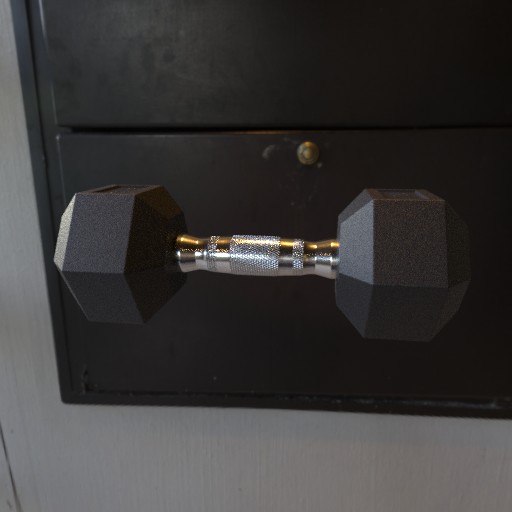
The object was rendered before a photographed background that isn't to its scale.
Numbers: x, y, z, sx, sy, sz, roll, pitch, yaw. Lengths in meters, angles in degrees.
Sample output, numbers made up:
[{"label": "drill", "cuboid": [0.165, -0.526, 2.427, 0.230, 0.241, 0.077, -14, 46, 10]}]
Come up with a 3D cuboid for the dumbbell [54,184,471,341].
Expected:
[{"label": "dumbbell", "cuboid": [0.000, 0.000, 0.317, 0.272, 0.092, 0.106, 2, 16, 8]}]
